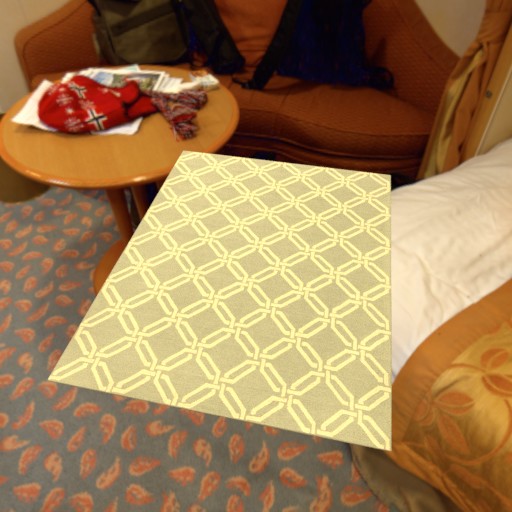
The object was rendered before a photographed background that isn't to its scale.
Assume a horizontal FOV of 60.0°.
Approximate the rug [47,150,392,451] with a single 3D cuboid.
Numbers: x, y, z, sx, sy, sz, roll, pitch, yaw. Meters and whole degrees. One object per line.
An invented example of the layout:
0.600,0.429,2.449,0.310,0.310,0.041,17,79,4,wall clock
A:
0.000,0.000,3.831,2.288,0.018,2.895,9,46,8,rug
